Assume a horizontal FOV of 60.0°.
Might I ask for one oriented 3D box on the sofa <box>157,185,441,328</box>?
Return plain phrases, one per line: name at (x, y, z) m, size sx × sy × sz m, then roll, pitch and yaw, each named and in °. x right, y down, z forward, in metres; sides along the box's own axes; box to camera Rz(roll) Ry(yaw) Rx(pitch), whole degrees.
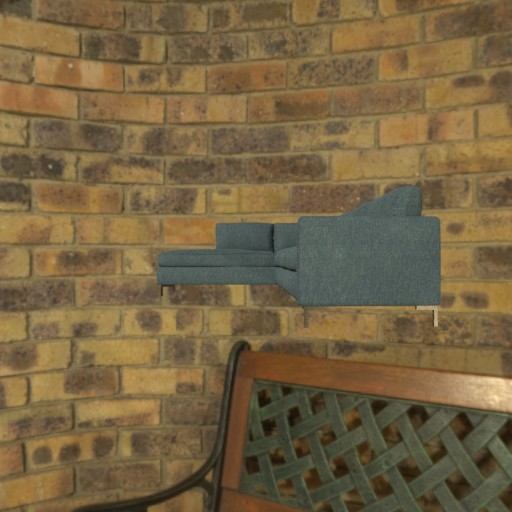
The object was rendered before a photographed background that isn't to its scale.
sofa at (0.000, 0.000, 3.881) m, size 2.007 × 0.815 × 2.949 m, roll 0°, pitch 0°, yaw -1°
